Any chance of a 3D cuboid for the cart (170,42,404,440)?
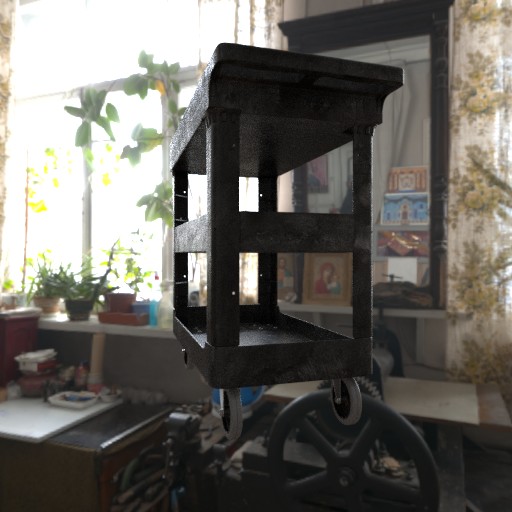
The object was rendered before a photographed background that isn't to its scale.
[{"bbox_3d":[0.000,0.000,1.319,0.420,0.824,0.877,0,0,-17],"label":"cart"}]
